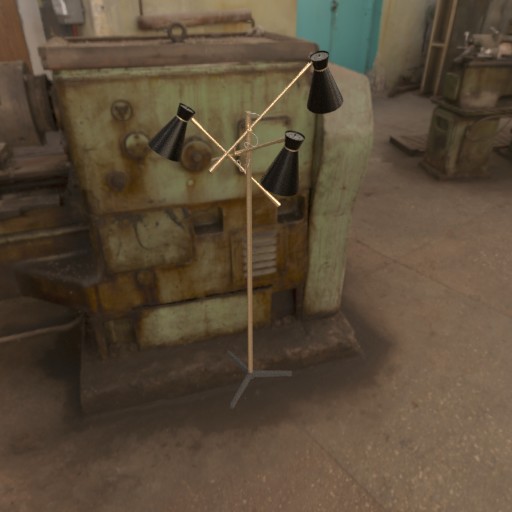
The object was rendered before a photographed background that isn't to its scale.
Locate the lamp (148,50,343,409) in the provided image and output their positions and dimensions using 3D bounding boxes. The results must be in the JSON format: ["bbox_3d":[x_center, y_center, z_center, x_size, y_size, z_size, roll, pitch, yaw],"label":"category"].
[{"bbox_3d":[0.000,0.000,2.150,0.750,1.804,0.653,-20,36,-30],"label":"lamp"}]
